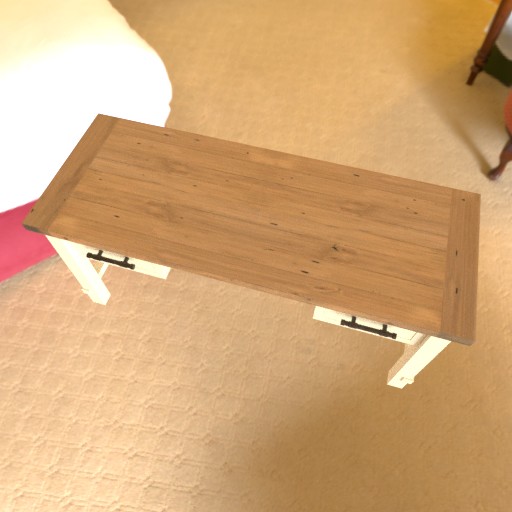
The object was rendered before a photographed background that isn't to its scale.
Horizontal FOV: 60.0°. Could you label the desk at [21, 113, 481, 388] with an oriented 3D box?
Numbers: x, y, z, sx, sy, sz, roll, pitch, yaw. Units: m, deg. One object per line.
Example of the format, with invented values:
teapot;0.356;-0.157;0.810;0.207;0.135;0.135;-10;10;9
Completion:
desk;0.000;0.000;2.182;1.803;0.762;0.688;14;60;8
